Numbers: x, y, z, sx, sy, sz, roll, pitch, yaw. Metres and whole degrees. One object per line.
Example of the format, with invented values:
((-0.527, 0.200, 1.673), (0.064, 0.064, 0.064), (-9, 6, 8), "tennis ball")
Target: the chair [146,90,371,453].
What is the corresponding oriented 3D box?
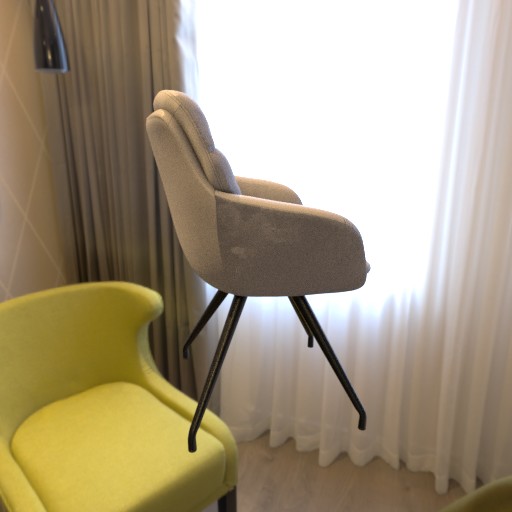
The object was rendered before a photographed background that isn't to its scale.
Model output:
((0.000, 0.000, 1.287), (0.569, 0.888, 0.579), (-3, 17, -10), "chair")
